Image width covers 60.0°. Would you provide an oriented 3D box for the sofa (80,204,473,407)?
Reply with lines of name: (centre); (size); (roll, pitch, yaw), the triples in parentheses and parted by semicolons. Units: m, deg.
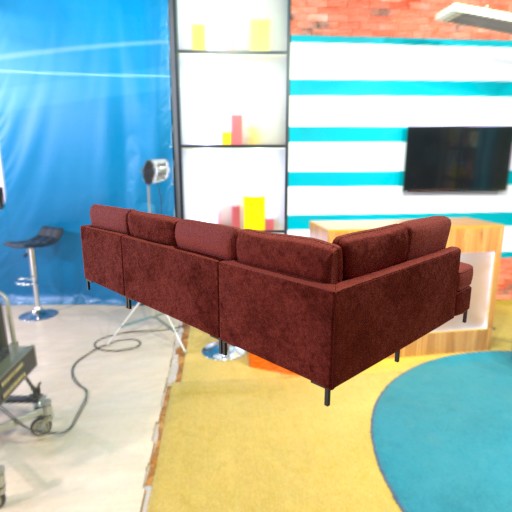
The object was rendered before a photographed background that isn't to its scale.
sofa: (0.000, 0.000, 4.388); (2.055, 0.992, 3.434); (-12, 17, -43)
